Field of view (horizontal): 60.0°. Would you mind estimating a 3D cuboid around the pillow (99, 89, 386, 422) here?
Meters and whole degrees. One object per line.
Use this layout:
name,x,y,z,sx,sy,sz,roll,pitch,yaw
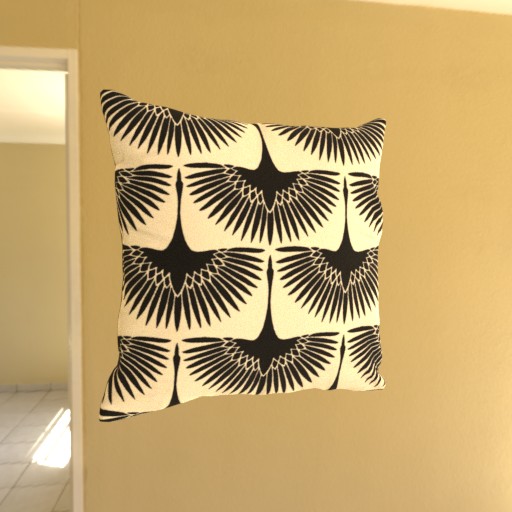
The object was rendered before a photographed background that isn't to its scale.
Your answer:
pillow,0.000,0.000,0.642,0.432,0.432,0.139,0,1,-18
